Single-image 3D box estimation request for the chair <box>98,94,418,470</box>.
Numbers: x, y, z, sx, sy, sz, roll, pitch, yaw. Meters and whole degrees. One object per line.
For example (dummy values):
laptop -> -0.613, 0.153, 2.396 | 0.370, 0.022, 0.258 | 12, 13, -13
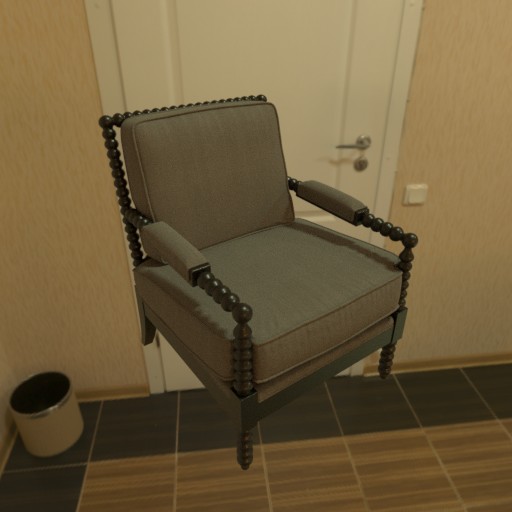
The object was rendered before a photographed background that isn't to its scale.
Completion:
chair -> 0.000, 0.000, 1.127 | 0.540, 0.661, 0.622 | -20, 35, -31
